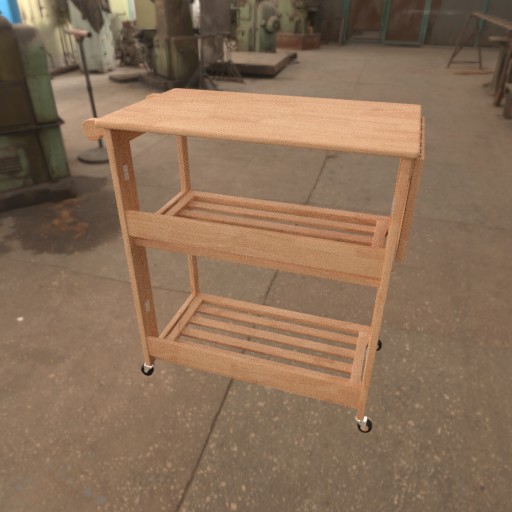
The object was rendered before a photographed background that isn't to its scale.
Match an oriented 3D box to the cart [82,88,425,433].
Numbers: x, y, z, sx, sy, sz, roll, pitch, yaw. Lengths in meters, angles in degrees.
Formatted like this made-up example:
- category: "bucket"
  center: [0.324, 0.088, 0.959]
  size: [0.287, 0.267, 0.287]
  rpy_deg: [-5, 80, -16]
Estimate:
- category: "cart"
  center: [0.000, 0.000, 1.380]
  size: [0.853, 0.879, 0.432]
  rpy_deg: [10, 33, 15]
